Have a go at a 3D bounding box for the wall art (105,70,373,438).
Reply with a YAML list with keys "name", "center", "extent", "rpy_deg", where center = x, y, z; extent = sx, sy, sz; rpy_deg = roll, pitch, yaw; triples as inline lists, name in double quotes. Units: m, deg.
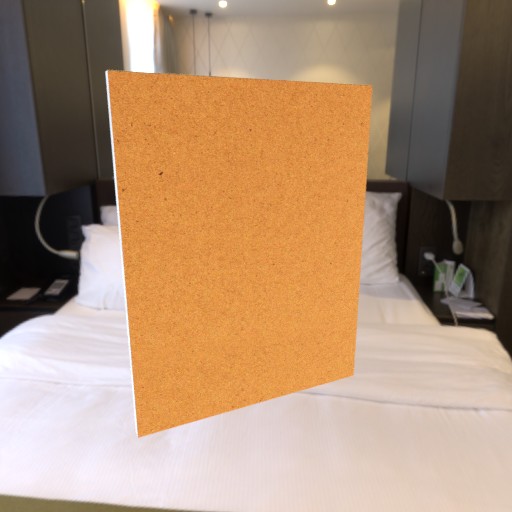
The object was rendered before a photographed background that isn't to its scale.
- name: "wall art"
  center: [0.000, 0.000, 0.824]
  extent: [0.481, 0.613, 0.020]
  rpy_deg: [-7, 17, -25]
